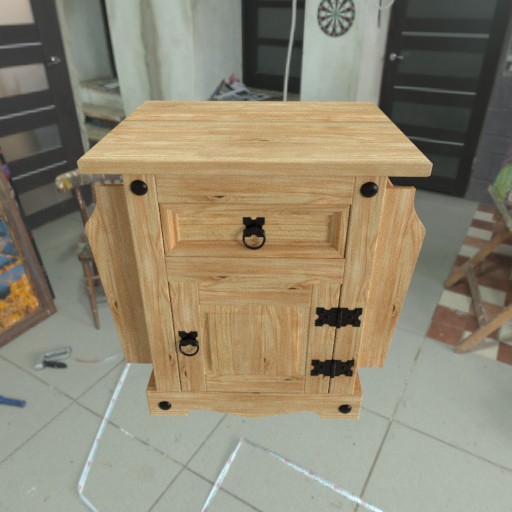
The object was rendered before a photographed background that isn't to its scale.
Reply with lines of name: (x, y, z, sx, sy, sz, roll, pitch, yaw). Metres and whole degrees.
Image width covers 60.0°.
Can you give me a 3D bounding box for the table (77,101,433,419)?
table: (0.000, 0.000, 0.877, 0.530, 0.515, 0.380, 1, 31, 1)
